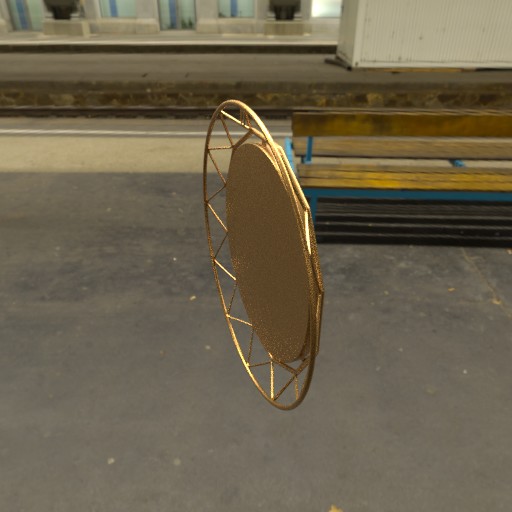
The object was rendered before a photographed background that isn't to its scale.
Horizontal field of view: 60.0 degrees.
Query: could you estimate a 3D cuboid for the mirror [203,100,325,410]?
[{"bbox_3d":[0.000,0.000,0.678,0.043,0.454,0.454,-11,32,-18],"label":"mirror"}]
